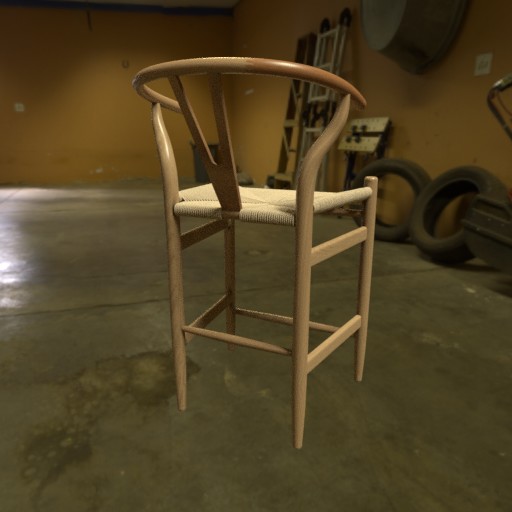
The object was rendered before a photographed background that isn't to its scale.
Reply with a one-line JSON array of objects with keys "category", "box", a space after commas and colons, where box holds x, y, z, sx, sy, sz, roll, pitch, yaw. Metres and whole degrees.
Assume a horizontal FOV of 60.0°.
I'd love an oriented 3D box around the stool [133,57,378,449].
[{"category": "stool", "box": [0.000, 0.000, 1.215, 0.536, 0.923, 0.575, 8, 17, 26]}]
